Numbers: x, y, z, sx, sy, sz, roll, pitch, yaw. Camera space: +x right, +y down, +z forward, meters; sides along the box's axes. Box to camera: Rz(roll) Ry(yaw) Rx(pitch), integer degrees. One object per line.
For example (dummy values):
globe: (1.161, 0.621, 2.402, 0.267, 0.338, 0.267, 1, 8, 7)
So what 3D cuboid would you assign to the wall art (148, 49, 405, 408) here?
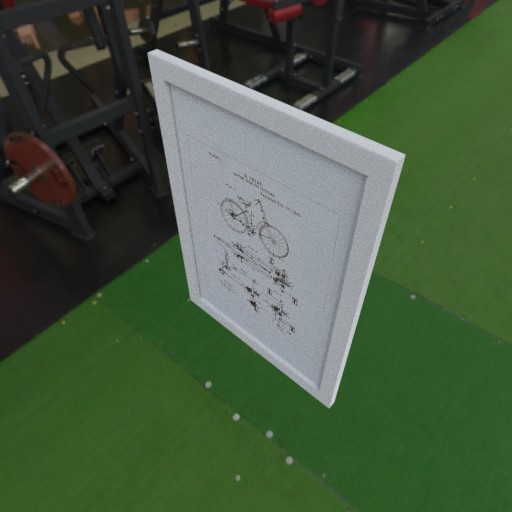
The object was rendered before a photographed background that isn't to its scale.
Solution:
wall art: (0.000, 0.000, 0.625, 0.332, 0.477, 0.015, 33, 55, 27)
